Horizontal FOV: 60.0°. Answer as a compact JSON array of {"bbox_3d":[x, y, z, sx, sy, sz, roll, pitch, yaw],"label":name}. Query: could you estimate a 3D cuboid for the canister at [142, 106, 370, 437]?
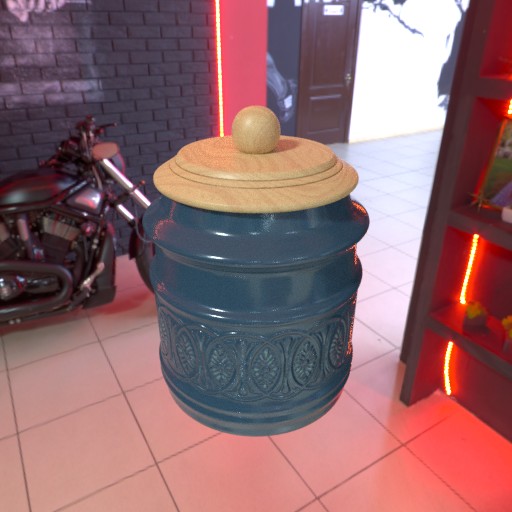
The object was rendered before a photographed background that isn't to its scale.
[{"bbox_3d":[0.000,0.000,0.273,0.130,0.176,0.130,0,27,0],"label":"canister"}]
